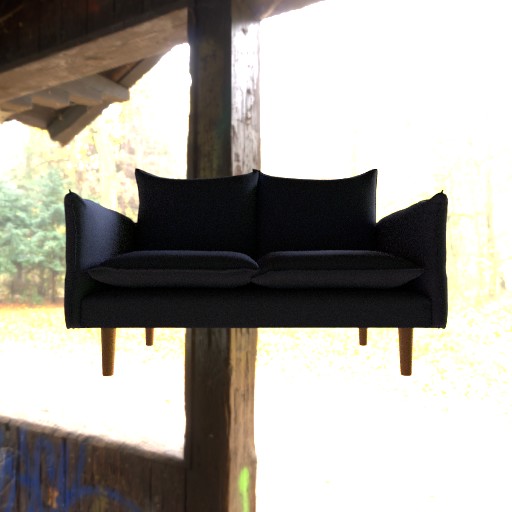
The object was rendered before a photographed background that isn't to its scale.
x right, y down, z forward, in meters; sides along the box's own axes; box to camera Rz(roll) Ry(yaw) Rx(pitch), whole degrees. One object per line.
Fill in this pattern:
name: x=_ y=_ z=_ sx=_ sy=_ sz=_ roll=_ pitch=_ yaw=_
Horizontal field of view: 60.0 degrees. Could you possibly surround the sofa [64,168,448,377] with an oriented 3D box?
sofa: x=0.000 y=0.000 z=1.823 sx=1.300 sy=0.840 sz=0.820 roll=0 pitch=-2 yaw=0
